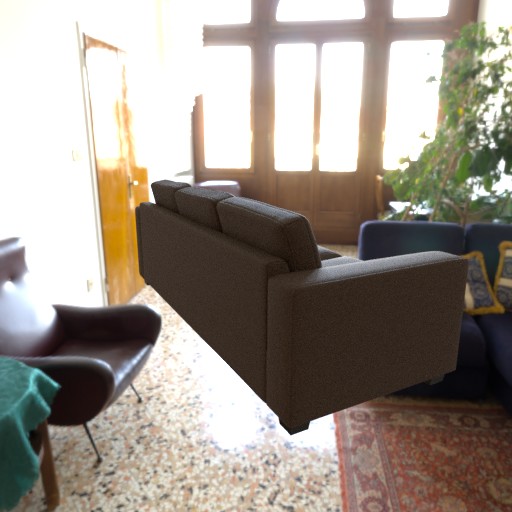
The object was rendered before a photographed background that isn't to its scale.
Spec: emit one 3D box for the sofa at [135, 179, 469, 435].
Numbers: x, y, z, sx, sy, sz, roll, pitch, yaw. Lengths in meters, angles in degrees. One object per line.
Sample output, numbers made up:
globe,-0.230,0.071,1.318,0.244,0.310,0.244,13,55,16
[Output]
sofa,0.000,0.000,2.605,0.900,0.806,2.160,-8,17,-27
